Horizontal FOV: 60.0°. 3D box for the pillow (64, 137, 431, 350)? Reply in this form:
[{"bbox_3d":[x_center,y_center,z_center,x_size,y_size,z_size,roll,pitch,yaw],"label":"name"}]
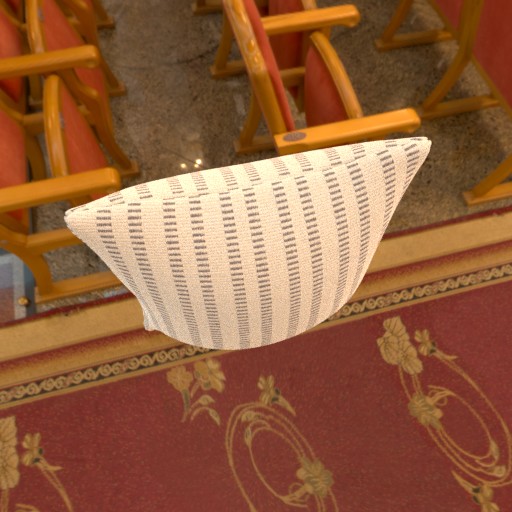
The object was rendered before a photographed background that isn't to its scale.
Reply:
[{"bbox_3d":[0.000,0.000,0.689,0.438,0.419,0.247,-13,64,-6],"label":"pillow"}]
